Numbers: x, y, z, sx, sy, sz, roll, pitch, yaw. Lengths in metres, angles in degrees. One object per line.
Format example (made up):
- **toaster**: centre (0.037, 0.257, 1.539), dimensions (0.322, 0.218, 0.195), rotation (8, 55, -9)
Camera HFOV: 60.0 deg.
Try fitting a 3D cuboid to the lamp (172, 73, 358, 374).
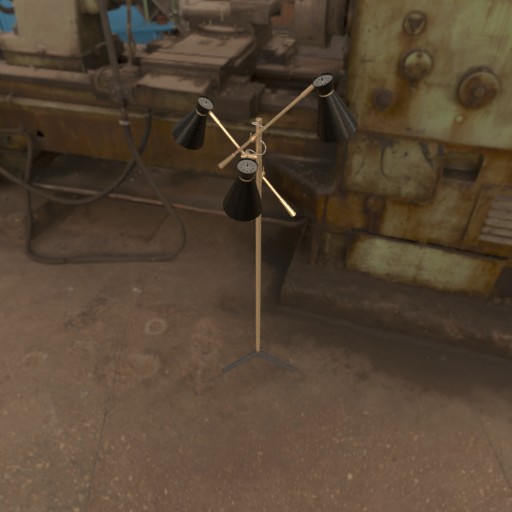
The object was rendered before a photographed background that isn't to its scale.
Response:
- **lamp**: centre (0.000, 0.000, 2.175), dimensions (0.750, 1.804, 0.653), rotation (-1, 41, -1)
